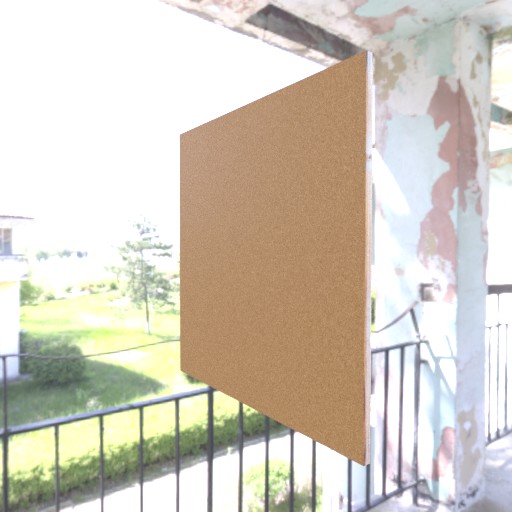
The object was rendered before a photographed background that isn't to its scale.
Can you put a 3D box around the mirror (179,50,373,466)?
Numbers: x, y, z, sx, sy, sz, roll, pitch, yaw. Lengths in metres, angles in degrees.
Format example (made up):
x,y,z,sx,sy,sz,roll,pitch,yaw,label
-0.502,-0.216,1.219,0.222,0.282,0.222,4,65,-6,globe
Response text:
x,y,z,sx,sy,sz,roll,pitch,yaw,label
0.000,0.000,1.200,0.061,0.804,0.804,-1,2,-36,mirror
